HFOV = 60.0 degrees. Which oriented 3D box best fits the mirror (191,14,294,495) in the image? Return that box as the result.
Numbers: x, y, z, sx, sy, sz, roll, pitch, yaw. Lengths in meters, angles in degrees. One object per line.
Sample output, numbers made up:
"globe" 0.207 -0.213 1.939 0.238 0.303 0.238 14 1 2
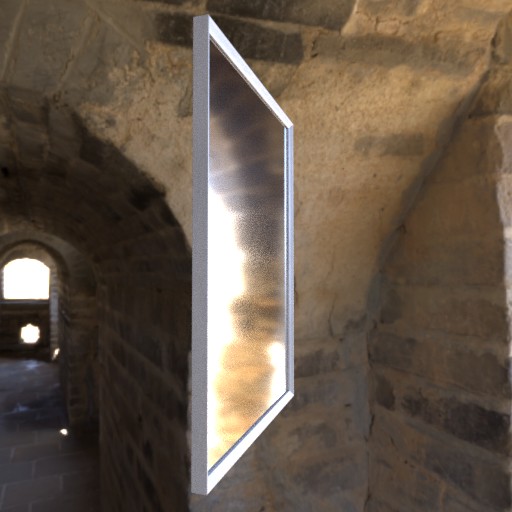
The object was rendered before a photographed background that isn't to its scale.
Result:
"mirror" 0.000 0.000 1.302 0.041 1.016 0.762 -1 -2 19
